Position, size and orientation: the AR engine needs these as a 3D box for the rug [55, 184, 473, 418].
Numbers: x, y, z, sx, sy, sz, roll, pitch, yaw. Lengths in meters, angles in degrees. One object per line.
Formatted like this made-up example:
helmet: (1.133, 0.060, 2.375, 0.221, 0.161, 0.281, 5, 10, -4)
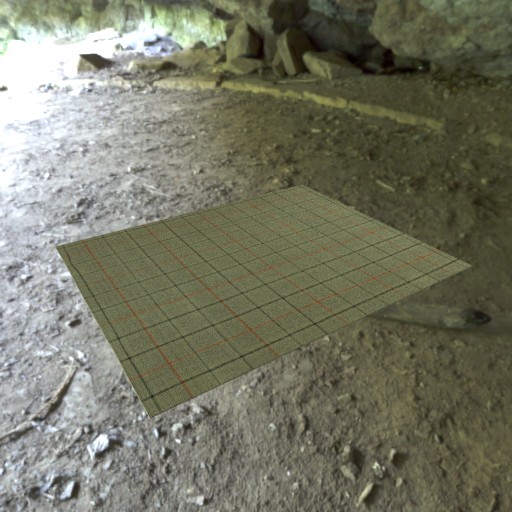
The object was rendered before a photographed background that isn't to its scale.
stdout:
rug: (0.000, 0.000, 4.128, 3.048, 0.012, 2.444, -18, 34, -29)
